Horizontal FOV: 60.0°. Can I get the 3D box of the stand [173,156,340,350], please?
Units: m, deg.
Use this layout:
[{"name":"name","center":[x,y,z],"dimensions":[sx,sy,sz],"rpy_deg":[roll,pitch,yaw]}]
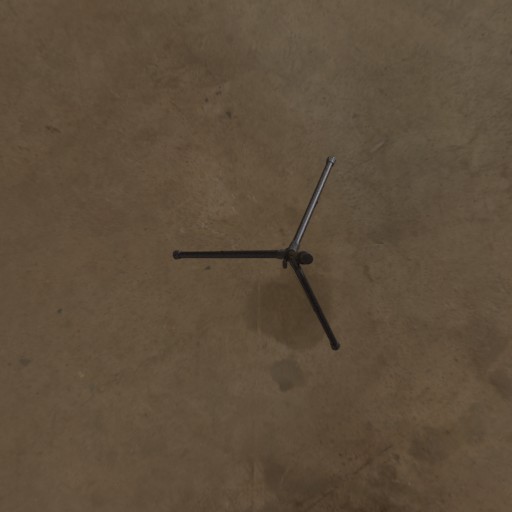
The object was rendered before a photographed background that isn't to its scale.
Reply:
[{"name":"stand","center":[0.000,0.000,1.856],"dimensions":[0.907,1.136,1.045],"rpy_deg":[0,91,0]}]
